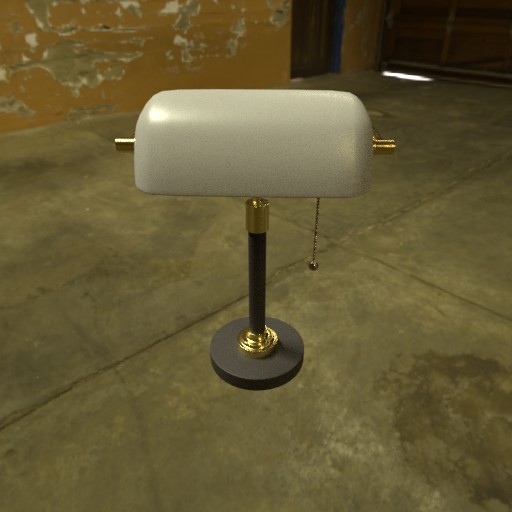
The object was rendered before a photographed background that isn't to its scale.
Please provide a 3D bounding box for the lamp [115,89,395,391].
[{"bbox_3d":[0.000,0.000,0.551,0.269,0.404,0.227,1,30,2],"label":"lamp"}]
